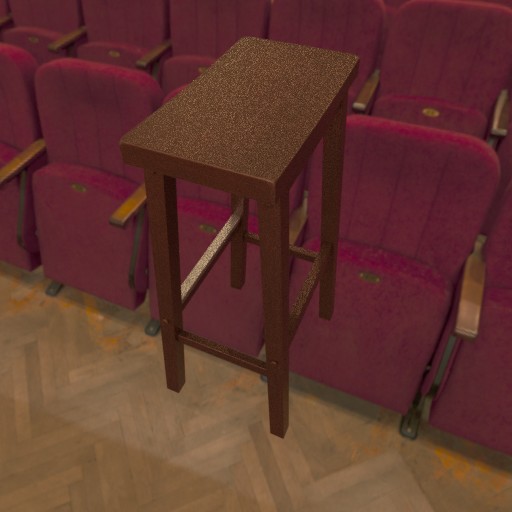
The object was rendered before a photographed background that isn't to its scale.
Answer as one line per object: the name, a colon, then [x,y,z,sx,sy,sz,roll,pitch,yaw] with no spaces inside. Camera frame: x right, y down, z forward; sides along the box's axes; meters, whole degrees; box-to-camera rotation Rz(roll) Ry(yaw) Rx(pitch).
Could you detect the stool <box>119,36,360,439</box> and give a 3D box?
stool: [0.000,0.000,0.959,0.322,0.742,0.406,18,49,16]
